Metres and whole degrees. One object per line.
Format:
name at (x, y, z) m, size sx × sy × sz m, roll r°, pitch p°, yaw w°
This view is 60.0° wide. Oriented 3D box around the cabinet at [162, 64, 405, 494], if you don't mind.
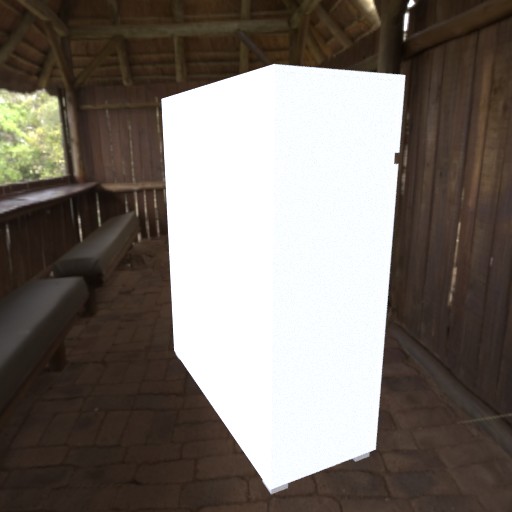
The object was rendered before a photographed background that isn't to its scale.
cabinet at (0.000, 0.000, 1.686) m, size 0.400 × 1.190 × 1.000 m, roll -7°, pitch 16°, yaw -25°
